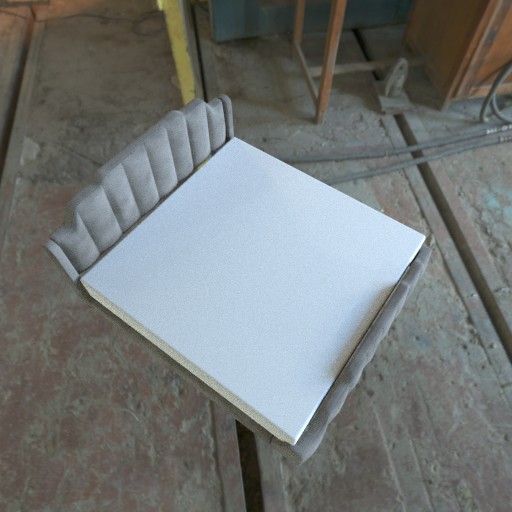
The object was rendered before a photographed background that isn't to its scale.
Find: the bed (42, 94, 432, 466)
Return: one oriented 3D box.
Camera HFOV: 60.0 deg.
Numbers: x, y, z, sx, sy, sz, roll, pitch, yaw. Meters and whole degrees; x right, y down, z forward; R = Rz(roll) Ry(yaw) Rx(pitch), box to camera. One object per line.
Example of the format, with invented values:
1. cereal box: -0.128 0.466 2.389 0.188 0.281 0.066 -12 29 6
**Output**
1. bed: 0.000 0.000 3.593 2.340 1.245 2.074 32 63 18
